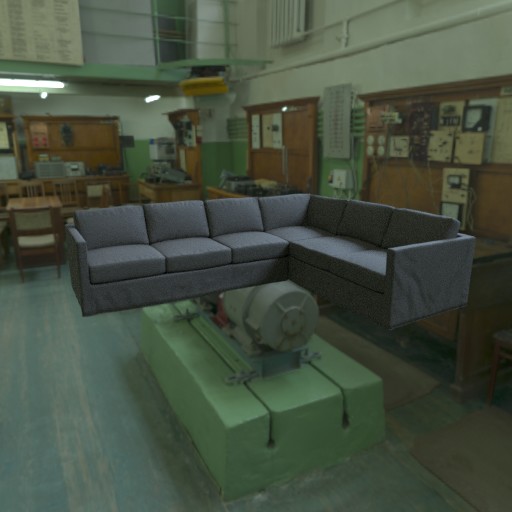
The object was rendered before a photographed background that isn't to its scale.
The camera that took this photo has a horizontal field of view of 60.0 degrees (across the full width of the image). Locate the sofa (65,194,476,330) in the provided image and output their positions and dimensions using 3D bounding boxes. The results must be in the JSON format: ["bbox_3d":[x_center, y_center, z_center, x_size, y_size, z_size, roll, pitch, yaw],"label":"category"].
[{"bbox_3d":[0.000,0.000,4.311,3.182,0.871,2.432,-8,17,-28],"label":"sofa"}]
